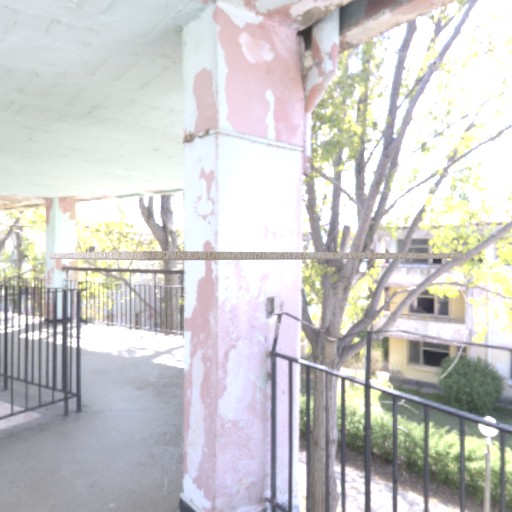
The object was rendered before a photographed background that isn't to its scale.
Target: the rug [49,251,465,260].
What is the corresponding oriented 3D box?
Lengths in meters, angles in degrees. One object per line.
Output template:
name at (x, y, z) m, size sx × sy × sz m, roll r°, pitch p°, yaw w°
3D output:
rug at (0.000, 0.000, 2.113) m, size 1.600 × 0.025 × 1.199 m, roll 0°, pitch 0°, yaw -36°
